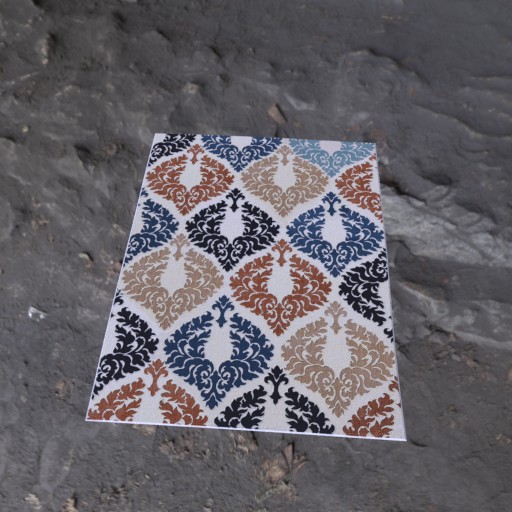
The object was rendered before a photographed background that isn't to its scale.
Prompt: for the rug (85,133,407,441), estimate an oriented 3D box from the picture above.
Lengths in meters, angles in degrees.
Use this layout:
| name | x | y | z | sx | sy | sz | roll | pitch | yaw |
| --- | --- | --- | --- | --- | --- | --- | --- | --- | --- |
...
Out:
| name | x | y | z | sx | sy | sz | roll | pitch | yaw |
| --- | --- | --- | --- | --- | --- | --- | --- | --- | --- |
| rug | 0.000 | 0.000 | 4.086 | 2.423 | 0.014 | 3.040 | 3 | 59 | 2 |
